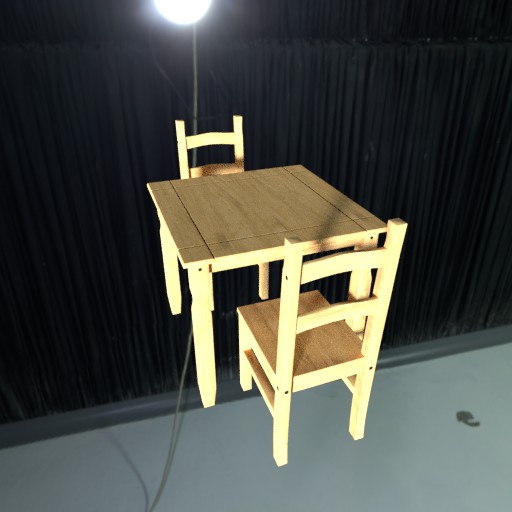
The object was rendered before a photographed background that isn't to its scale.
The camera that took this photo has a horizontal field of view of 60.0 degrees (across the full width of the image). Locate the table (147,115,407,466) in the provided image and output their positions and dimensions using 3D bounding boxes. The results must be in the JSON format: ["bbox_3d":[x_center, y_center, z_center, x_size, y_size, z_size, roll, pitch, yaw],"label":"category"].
[{"bbox_3d":[0.000,0.000,2.048,0.813,0.942,1.501,-10,31,-18],"label":"table"}]
